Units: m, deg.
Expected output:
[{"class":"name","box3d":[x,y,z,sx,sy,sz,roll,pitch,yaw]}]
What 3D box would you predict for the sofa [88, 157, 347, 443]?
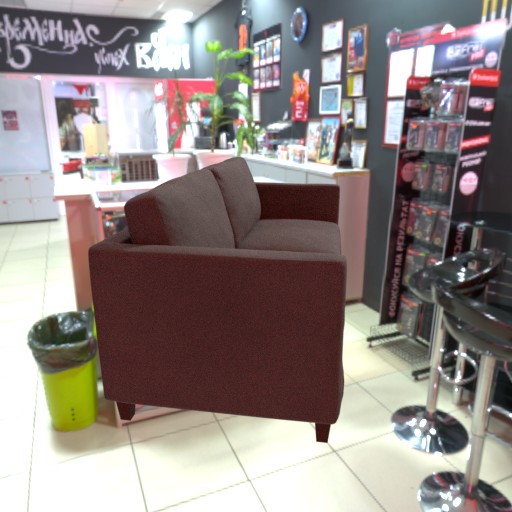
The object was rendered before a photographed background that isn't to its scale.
[{"class":"sofa","box3d":[0.000,0.000,2.454,0.950,0.963,1.884,3,17,9]}]
